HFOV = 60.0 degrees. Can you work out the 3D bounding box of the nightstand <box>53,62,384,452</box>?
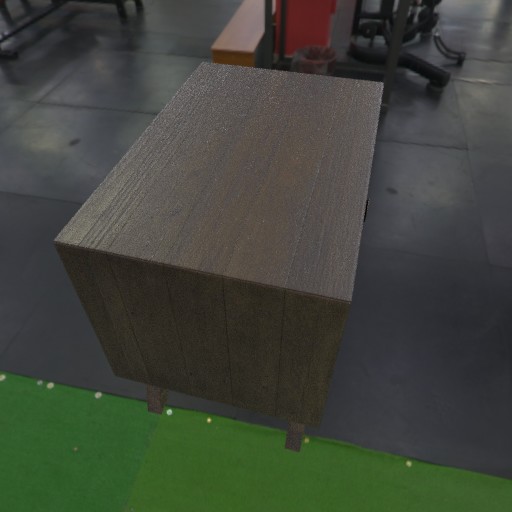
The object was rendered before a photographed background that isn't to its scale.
[{"bbox_3d":[0.000,0.000,1.044,0.450,0.599,0.650,11,47,10],"label":"nightstand"}]
